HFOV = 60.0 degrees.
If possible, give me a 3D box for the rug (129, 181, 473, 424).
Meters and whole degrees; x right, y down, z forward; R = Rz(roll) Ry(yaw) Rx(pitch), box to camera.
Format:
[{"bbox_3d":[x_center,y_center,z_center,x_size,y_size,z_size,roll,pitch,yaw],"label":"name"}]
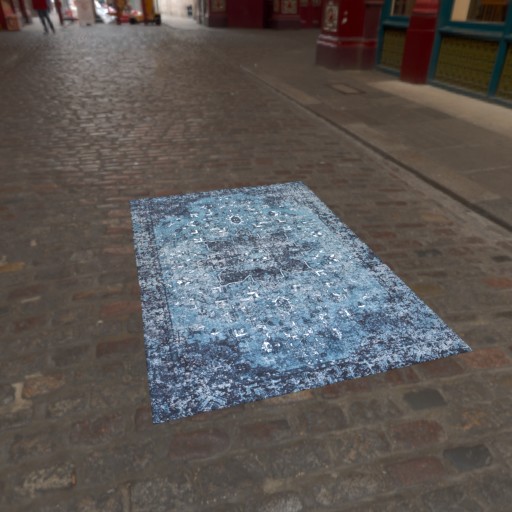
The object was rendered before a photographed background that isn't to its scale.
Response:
[{"bbox_3d":[0.000,0.000,2.318,1.219,0.005,1.828,-9,32,-14],"label":"rug"}]
